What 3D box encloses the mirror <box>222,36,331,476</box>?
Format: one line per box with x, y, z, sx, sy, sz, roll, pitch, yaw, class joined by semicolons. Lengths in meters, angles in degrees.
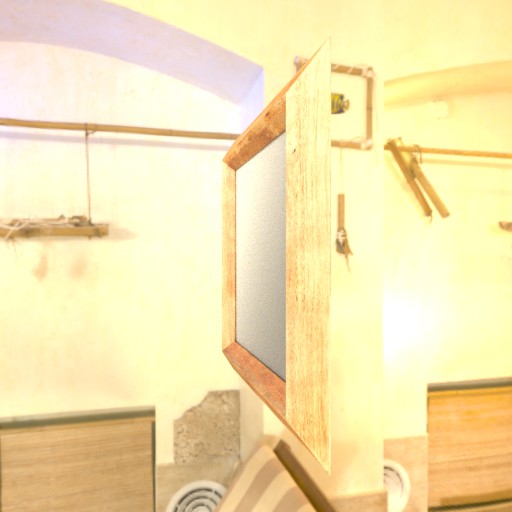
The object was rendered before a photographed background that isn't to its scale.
0.000;0.000;0.961;0.047;0.651;0.651;0;0;-16;mirror
